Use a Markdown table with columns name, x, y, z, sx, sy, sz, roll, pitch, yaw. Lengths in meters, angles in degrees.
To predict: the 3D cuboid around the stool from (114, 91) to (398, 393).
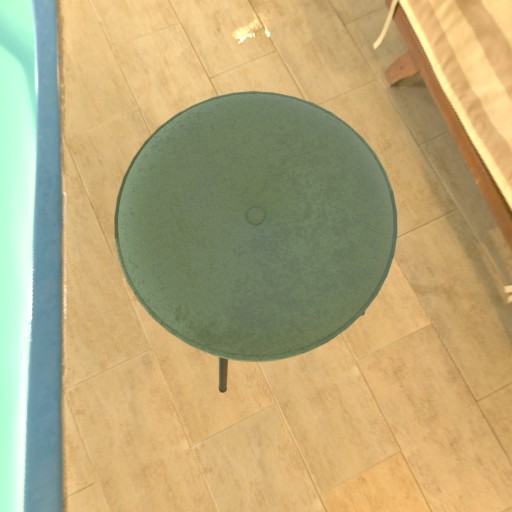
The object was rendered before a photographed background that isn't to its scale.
| name | x | y | z | sx | sy | sz | roll | pitch | yaw |
| --- | --- | --- | --- | --- | --- | --- | --- | --- | --- |
| stool | 0.000 | 0.000 | 0.869 | 0.457 | 0.519 | 0.458 | -19 | 77 | -5 |
